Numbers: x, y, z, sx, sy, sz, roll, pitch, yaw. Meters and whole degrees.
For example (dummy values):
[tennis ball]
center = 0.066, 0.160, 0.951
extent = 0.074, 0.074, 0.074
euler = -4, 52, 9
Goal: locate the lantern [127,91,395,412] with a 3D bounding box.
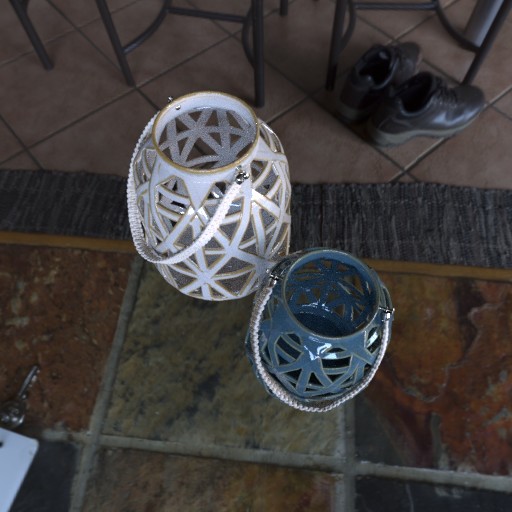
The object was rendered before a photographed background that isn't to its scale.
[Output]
[lantern]
center = 0.000, 0.000, 0.610
extent = 0.245, 0.307, 0.439
euler = -35, 68, -17
